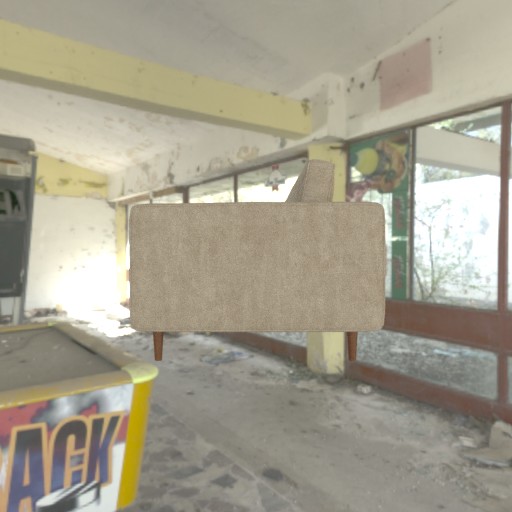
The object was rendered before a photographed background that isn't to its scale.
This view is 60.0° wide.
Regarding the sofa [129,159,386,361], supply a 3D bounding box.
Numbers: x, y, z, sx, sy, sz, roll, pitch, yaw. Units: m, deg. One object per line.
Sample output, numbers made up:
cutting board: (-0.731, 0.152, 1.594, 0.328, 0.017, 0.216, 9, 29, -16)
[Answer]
sofa: (0.000, 0.000, 2.618, 0.919, 0.770, 2.200, 0, 1, 0)
